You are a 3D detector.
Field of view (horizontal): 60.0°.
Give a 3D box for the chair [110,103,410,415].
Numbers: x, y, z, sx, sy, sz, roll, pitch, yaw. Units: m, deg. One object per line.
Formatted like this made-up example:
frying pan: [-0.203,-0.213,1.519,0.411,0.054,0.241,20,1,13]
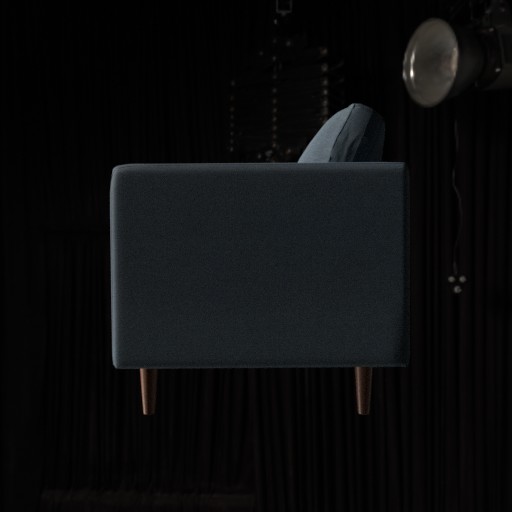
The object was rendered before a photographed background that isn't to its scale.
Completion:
chair: [0.000,0.000,1.568,0.820,0.922,0.855,0,1,0]
